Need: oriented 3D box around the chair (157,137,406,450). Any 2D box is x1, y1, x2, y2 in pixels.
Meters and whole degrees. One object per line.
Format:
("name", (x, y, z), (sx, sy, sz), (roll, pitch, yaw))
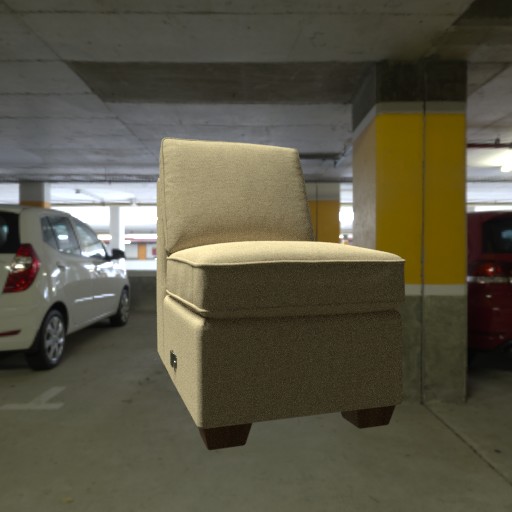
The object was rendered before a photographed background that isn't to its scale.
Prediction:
("chair", (0.000, 0.000, 1.583), (0.621, 0.970, 0.938), (0, 0, -18))
